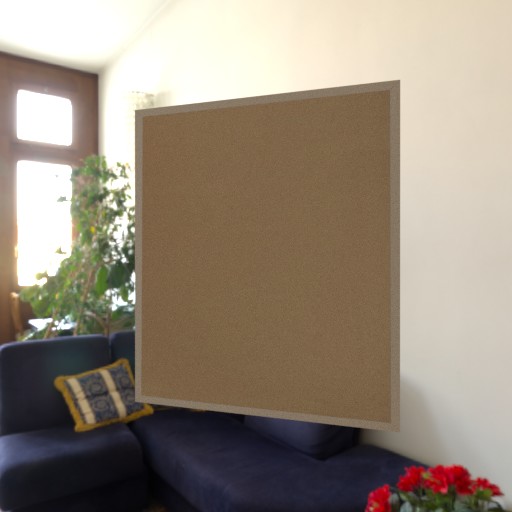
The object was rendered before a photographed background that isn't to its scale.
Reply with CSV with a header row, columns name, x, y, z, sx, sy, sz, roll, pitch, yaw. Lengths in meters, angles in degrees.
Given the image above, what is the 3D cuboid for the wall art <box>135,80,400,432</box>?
name,x,y,z,sx,sy,sz,roll,pitch,yaw
wall art,0.000,0.000,0.779,0.482,0.557,0.012,0,0,18
